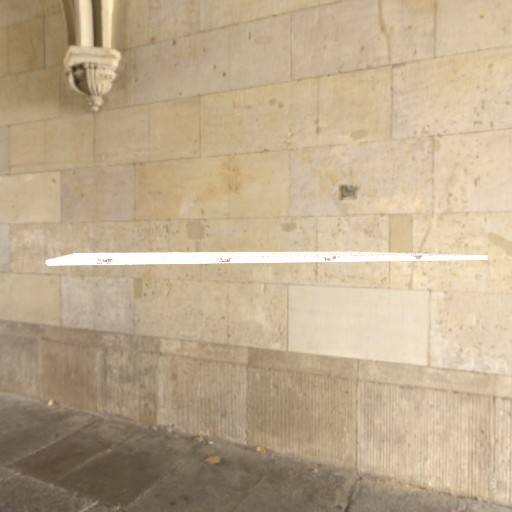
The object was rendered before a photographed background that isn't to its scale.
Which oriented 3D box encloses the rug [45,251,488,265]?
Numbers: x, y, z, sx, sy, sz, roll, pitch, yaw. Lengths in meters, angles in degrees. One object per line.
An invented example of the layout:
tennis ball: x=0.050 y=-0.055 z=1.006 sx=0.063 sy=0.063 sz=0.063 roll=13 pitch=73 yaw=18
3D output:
rug: x=0.000 y=0.000 z=3.411 sx=2.743 sy=0.030 sz=1.778 roll=0 pitch=2 yaw=-18
